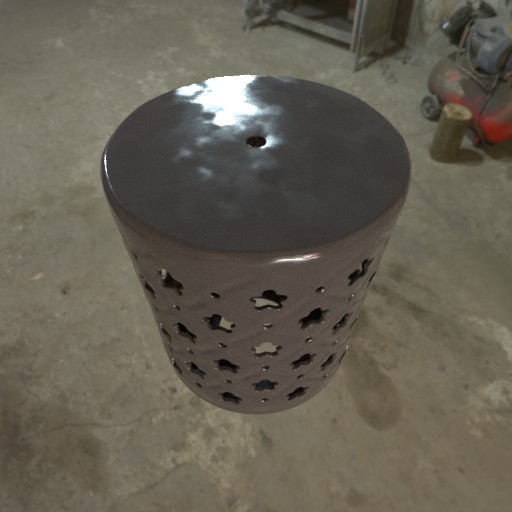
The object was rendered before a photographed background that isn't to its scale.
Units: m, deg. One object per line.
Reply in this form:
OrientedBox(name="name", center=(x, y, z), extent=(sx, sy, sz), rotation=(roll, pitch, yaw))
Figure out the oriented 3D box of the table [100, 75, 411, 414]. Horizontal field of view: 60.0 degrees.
OrientedBox(name="table", center=(0.000, 0.000, 0.645), extent=(0.352, 0.387, 0.352), rotation=(0, 48, 0))
